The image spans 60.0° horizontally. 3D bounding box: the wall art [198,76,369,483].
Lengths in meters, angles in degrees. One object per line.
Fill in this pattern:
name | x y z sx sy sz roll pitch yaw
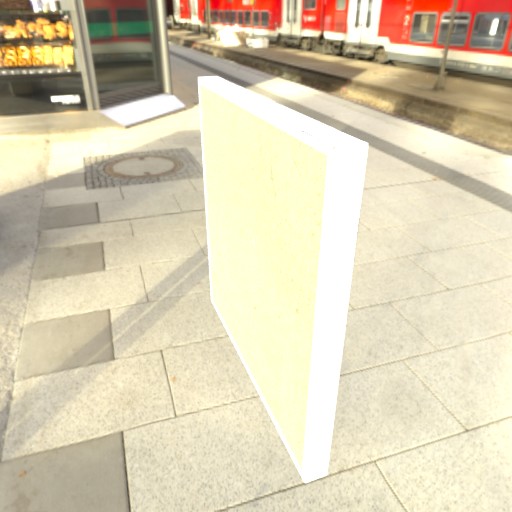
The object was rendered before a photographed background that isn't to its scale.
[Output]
wall art | 0.000 0.000 0.752 0.038 0.508 0.508 -11 31 -18
